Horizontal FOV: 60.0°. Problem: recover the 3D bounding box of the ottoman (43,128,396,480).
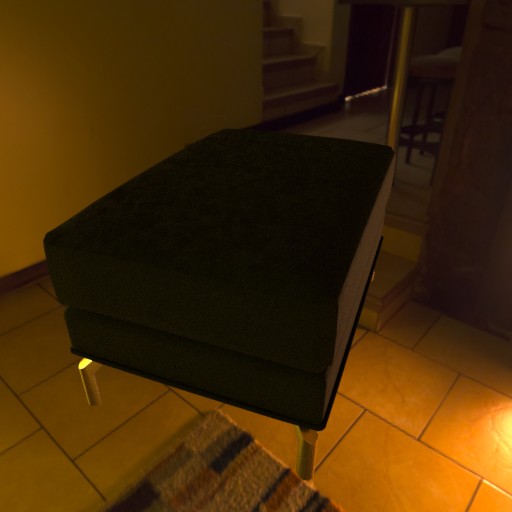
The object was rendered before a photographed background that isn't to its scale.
[{"bbox_3d":[0.000,0.000,1.177,0.587,0.498,0.835,11,32,18],"label":"ottoman"}]
